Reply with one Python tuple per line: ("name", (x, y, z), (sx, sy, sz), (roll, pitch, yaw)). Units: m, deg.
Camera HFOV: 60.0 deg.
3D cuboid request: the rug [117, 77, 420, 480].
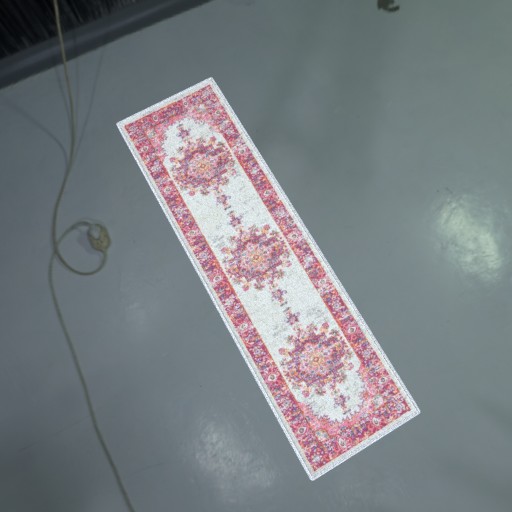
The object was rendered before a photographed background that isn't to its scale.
("rug", (0.000, 0.000, 2.497), (0.666, 0.011, 2.294), (-29, 77, -7))
